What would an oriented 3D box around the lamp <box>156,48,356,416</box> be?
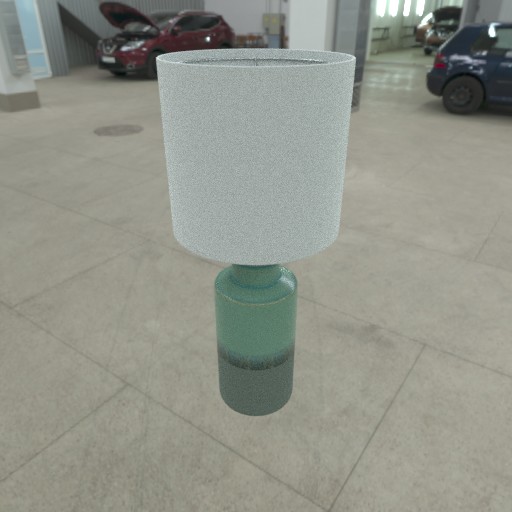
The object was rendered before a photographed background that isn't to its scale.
[{"bbox_3d":[0.000,0.000,0.597,0.212,0.493,0.212,0,29,0],"label":"lamp"}]
